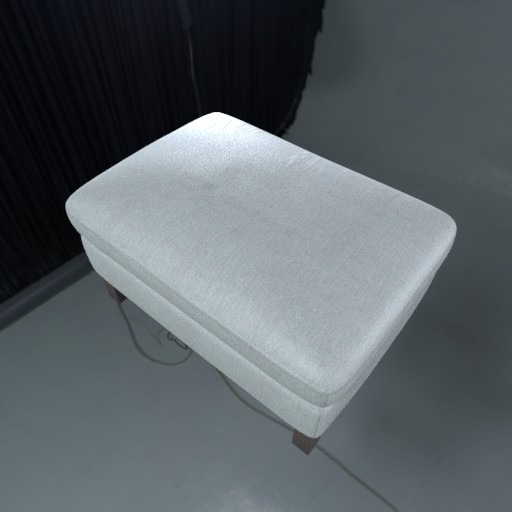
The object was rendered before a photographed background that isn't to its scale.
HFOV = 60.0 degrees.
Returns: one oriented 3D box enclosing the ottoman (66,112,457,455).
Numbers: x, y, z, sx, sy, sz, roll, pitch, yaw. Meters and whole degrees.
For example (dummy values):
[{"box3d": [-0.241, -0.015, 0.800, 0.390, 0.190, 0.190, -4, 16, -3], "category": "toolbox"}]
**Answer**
[{"box3d": [0.000, 0.000, 1.060, 0.735, 0.404, 0.528, 31, 55, 26], "category": "ottoman"}]
